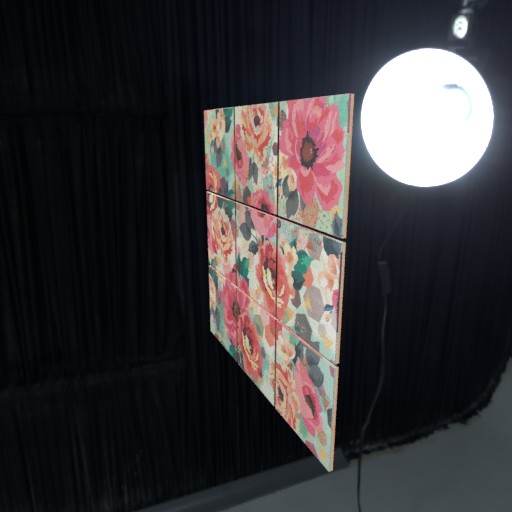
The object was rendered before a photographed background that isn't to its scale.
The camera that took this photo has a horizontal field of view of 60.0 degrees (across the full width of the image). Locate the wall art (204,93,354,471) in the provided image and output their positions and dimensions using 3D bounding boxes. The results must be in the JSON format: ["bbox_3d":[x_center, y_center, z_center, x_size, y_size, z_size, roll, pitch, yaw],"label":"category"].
[{"bbox_3d":[0.000,0.000,1.407,0.012,0.910,0.911,-7,17,-24],"label":"wall art"}]
